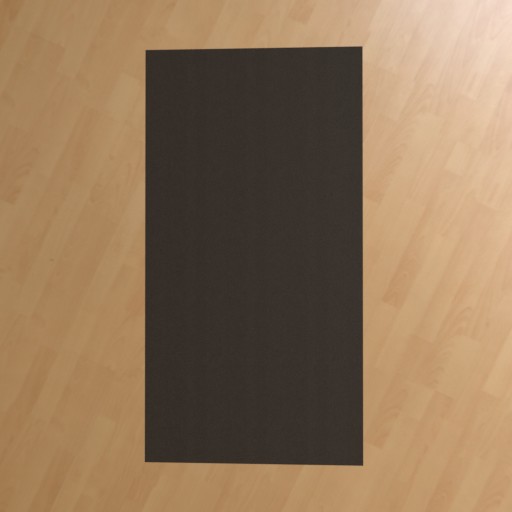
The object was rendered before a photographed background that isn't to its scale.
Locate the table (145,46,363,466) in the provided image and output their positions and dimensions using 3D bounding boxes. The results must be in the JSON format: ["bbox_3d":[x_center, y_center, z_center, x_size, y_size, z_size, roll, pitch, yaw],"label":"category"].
[{"bbox_3d":[0.000,0.000,1.383,0.574,0.435,1.095,0,90,2],"label":"table"}]
